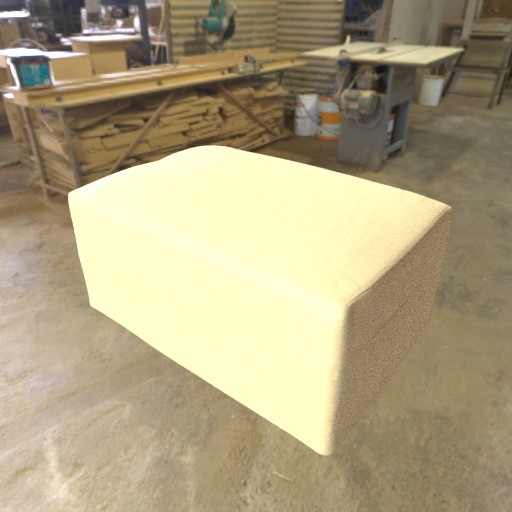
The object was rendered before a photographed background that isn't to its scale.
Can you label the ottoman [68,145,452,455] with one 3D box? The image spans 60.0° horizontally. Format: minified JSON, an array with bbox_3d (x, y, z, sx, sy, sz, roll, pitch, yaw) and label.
[{"bbox_3d":[0.000,0.000,1.232,0.872,0.444,0.590,22,37,33],"label":"ottoman"}]
